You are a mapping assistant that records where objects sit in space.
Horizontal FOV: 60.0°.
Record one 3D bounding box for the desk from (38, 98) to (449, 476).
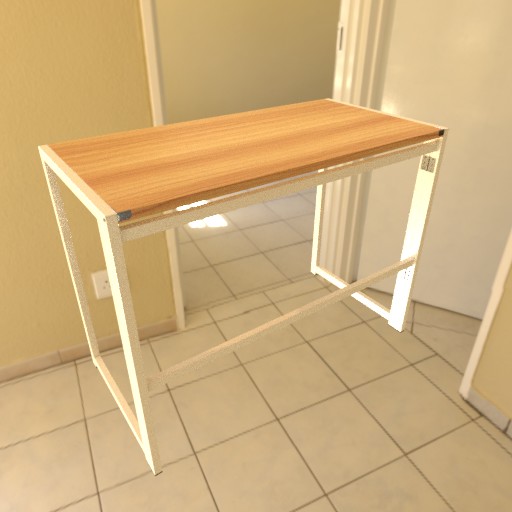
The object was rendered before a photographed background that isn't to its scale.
[{"bbox_3d":[0.000,0.000,1.405,1.016,0.762,0.508,-20,36,-30],"label":"desk"}]
